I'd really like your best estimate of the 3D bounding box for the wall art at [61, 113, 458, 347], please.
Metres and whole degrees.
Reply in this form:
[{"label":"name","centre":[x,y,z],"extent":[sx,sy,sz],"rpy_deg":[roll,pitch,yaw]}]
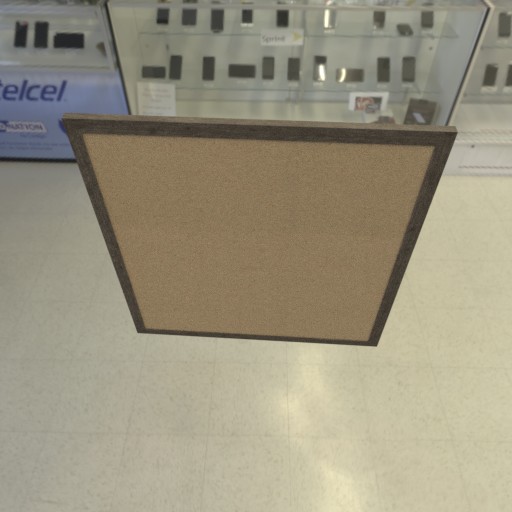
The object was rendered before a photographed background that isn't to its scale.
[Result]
[{"label":"wall art","centre":[0.000,0.000,0.682],"extent":[0.457,0.457,0.013],"rpy_deg":[3,47,3]}]
